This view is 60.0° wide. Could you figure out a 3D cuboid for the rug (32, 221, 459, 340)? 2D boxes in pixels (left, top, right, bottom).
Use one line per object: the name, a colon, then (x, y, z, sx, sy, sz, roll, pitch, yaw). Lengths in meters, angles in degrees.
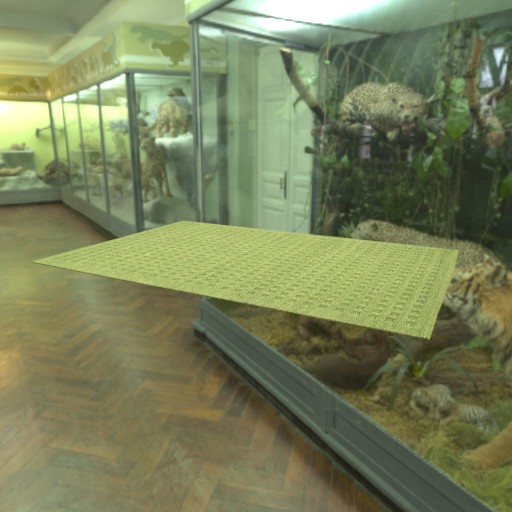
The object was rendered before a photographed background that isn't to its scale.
rug: (0.000, 0.000, 2.838, 2.297, 0.007, 1.529, 8, 17, 27)
